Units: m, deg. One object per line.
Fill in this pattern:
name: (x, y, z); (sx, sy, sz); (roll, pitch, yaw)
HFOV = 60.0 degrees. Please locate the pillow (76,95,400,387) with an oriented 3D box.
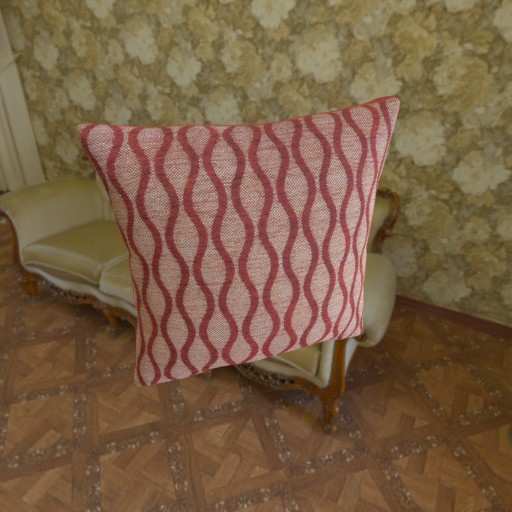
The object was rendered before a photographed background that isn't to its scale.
pillow: (0.000, 0.000, 0.668); (0.429, 0.434, 0.159); (-10, 33, -16)
